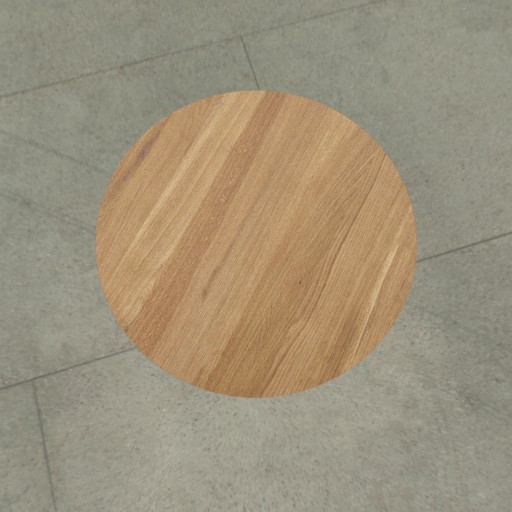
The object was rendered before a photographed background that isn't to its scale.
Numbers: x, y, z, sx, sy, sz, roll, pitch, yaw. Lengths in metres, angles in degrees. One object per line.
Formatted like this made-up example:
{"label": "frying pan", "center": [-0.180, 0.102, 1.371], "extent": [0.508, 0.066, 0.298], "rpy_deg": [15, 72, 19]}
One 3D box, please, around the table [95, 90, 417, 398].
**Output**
{"label": "table", "center": [0.000, 0.000, 1.757], "extent": [1.038, 0.666, 1.038], "rpy_deg": [0, 75, 0]}
